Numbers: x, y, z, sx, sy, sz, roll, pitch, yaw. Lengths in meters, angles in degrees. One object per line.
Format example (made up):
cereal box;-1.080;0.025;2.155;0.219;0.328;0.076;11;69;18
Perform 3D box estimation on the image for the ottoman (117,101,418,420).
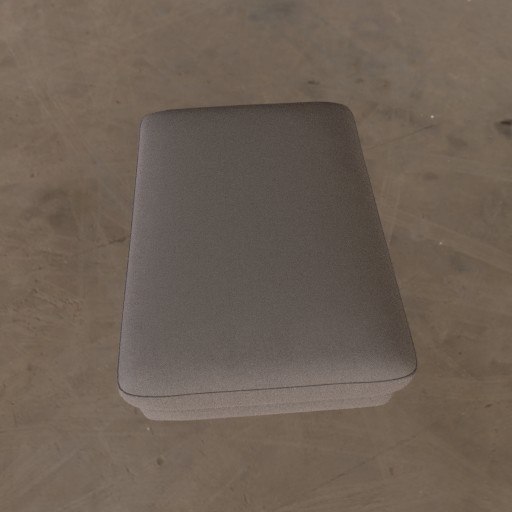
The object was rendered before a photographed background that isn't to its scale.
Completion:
ottoman;0.000;0.000;1.179;0.608;0.449;0.811;-3;59;-2
